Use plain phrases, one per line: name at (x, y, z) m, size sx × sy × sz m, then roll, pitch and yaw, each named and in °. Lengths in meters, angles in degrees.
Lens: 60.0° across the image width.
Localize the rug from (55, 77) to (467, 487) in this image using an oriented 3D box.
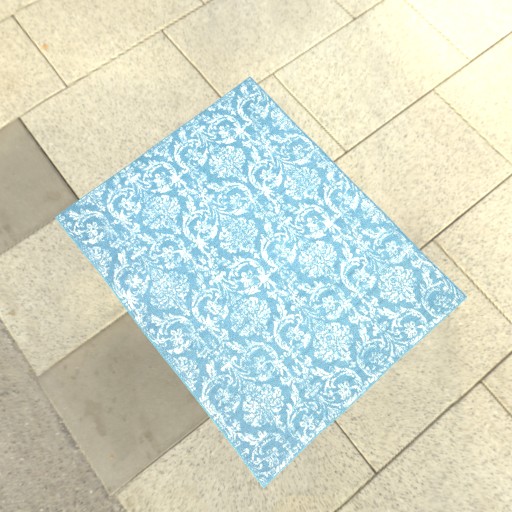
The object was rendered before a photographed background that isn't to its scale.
rug at (0.000, 0.000, 4.006) m, size 2.363 × 0.012 × 2.980 m, roll -39°, pitch 78°, yaw -10°
